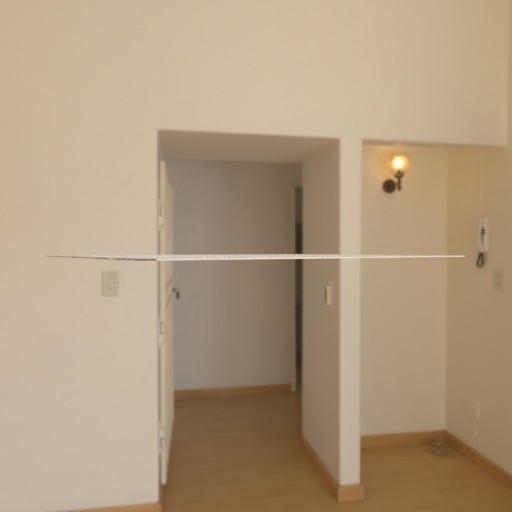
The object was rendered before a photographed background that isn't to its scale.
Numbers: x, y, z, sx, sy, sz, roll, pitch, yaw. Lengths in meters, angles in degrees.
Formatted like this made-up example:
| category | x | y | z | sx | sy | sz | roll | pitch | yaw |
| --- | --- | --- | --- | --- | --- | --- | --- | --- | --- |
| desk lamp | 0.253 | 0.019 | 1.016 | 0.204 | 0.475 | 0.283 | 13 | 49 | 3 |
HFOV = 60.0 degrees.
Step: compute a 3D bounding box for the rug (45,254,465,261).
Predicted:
| category | x | y | z | sx | sy | sz | roll | pitch | yaw |
| --- | --- | --- | --- | --- | --- | --- | --- | --- | --- |
| rug | 0.000 | 0.000 | 4.240 | 3.327 | 0.010 | 2.464 | 0 | 1 | -35 |
